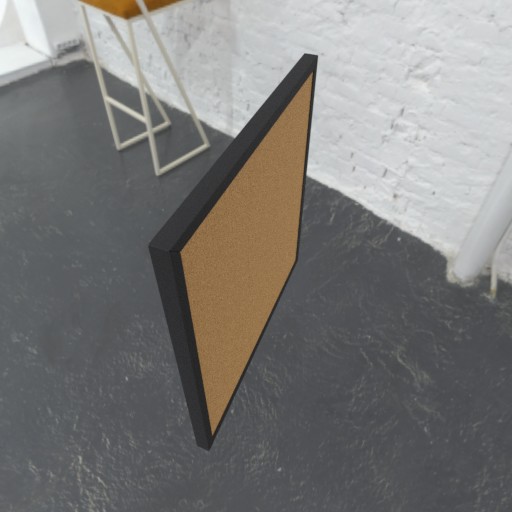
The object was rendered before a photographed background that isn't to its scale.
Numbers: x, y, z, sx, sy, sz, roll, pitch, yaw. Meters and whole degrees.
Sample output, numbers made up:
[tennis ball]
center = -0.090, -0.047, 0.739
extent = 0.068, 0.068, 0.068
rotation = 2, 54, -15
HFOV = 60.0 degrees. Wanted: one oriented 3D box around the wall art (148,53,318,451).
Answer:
[wall art]
center = 0.000, 0.000, 1.167
extent = 0.037, 0.763, 0.763
rotation = 16, 48, 15
